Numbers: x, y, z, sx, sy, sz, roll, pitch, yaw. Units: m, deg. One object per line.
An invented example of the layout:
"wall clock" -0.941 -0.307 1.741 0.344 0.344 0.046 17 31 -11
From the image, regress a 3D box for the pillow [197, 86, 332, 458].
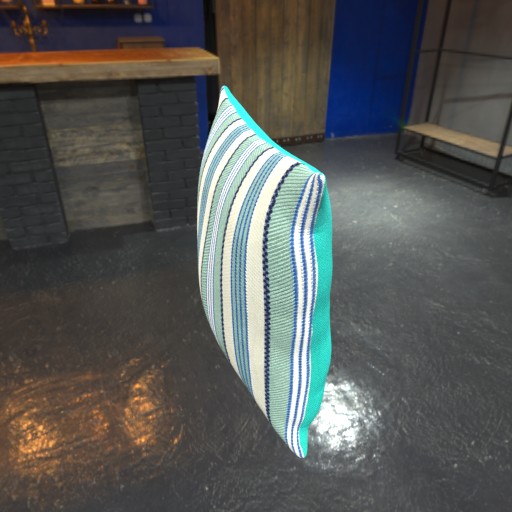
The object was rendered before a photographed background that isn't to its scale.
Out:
"pillow" 0.000 0.000 0.699 0.182 0.441 0.440 -8 32 -14
